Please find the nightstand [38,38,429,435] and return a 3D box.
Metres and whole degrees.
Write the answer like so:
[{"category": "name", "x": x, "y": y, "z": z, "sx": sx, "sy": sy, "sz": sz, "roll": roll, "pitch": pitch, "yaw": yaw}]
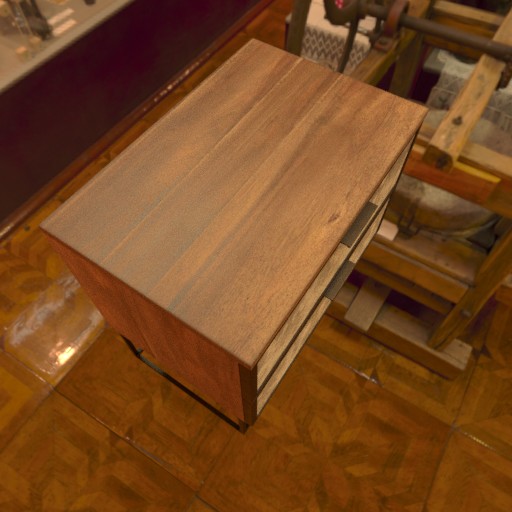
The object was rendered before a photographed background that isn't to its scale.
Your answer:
[{"category": "nightstand", "x": 0.000, "y": 0.000, "z": 1.030, "sx": 0.427, "sy": 0.611, "sz": 0.605, "roll": 30, "pitch": 63, "yaw": 17}]
